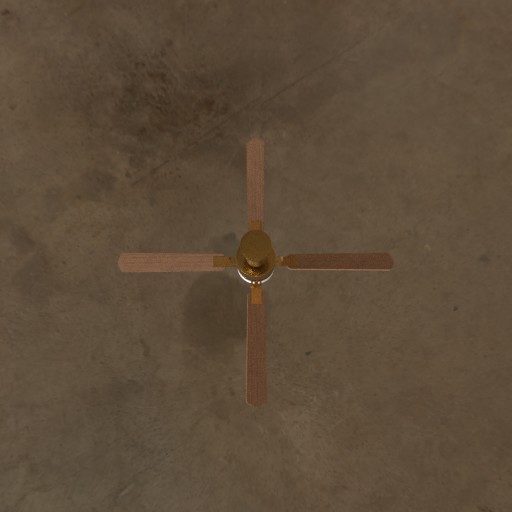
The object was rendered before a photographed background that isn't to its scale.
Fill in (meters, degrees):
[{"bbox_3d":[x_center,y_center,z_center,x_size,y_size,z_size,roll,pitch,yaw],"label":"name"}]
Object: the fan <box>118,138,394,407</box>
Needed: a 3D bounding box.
[{"bbox_3d":[0.000,0.000,2.019,1.320,0.355,1.320,0,75,0],"label":"fan"}]
